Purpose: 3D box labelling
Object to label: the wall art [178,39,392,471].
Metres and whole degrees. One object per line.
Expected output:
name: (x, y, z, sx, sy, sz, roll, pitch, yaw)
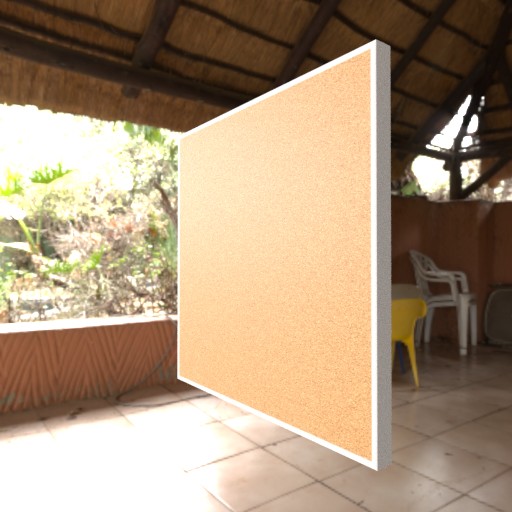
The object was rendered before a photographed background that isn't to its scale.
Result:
wall art: (0.000, 0.000, 1.104, 0.041, 0.765, 0.768, 0, -1, -37)
